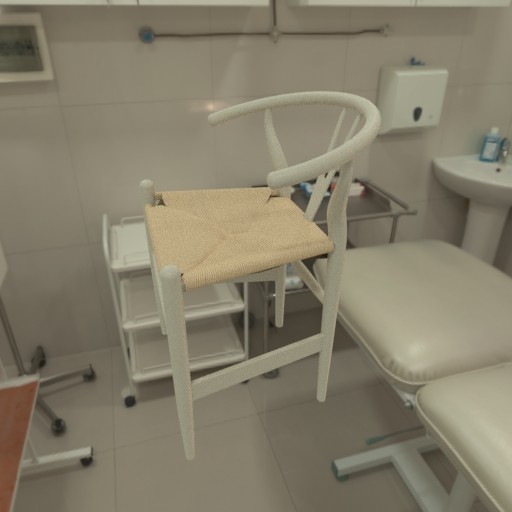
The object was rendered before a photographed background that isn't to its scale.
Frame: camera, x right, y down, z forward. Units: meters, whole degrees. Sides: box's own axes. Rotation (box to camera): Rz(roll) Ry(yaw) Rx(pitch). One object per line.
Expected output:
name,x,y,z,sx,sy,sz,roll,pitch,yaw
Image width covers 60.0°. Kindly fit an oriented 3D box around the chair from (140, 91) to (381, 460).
chair,0.000,0.000,1.103,0.500,0.736,0.533,-9,30,-15
